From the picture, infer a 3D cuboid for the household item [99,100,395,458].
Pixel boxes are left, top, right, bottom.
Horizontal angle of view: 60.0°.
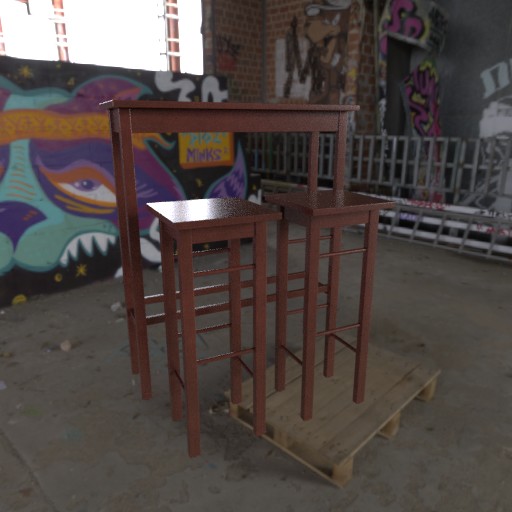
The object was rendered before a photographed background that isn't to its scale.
[{"bbox_3d":[0.000,0.000,1.629,0.914,1.067,0.676,-8,18,-25],"label":"household item"}]
